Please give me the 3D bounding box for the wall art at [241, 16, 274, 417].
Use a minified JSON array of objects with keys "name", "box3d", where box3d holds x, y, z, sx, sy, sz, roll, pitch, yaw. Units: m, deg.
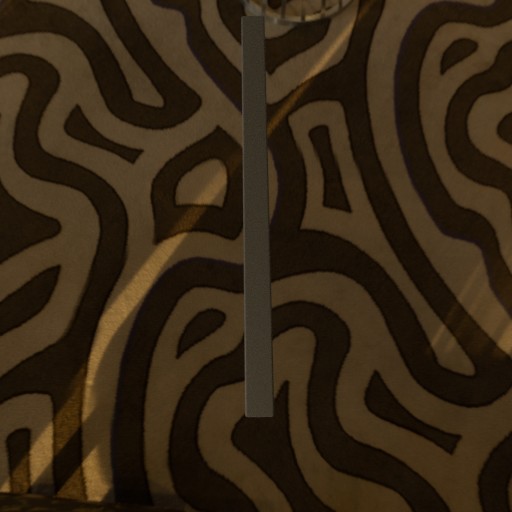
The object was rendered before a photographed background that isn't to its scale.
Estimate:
[{"name":"wall art","box3d":[0.000,0.000,0.749,0.028,0.558,0.457,-1,76,0]}]
